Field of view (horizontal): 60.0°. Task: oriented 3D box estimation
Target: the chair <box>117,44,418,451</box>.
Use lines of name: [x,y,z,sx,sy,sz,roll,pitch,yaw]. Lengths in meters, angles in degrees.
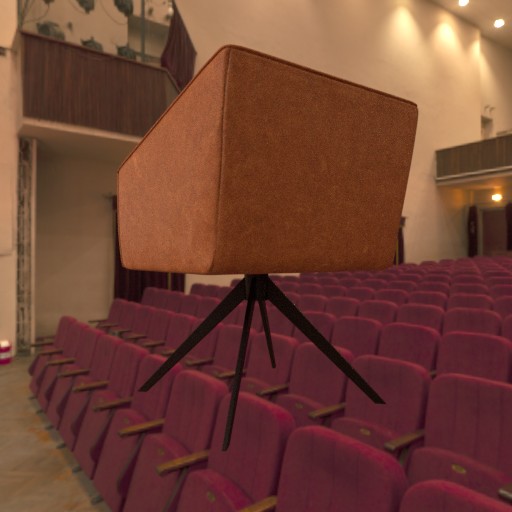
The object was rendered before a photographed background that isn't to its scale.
chair: [0.000,0.000,1.198,0.588,0.760,0.625,0,0,-35]
